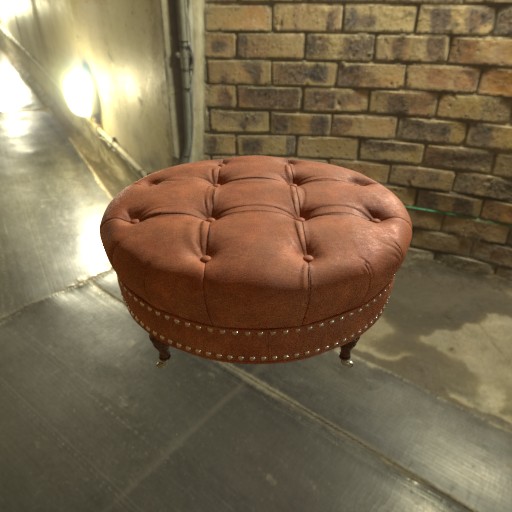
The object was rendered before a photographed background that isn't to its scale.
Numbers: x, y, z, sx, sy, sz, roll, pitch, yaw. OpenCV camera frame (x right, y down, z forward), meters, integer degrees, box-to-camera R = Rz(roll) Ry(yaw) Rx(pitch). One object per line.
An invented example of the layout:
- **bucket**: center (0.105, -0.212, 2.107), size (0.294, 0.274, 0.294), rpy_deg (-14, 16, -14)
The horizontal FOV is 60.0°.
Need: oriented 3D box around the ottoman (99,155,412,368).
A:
- **ottoman**: center (0.000, 0.000, 1.409), size (0.901, 0.444, 0.901), rpy_deg (0, 32, 0)
